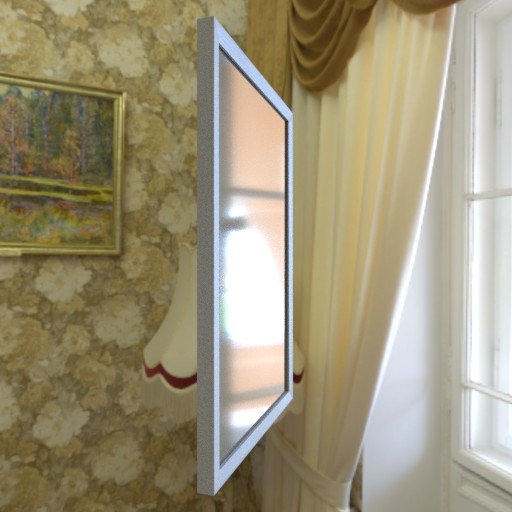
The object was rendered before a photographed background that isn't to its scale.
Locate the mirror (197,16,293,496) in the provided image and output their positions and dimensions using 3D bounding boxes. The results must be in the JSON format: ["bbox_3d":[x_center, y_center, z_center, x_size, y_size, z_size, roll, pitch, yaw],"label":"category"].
[{"bbox_3d":[0.000,0.000,1.138,0.040,0.915,0.609,0,0,19],"label":"mirror"}]
